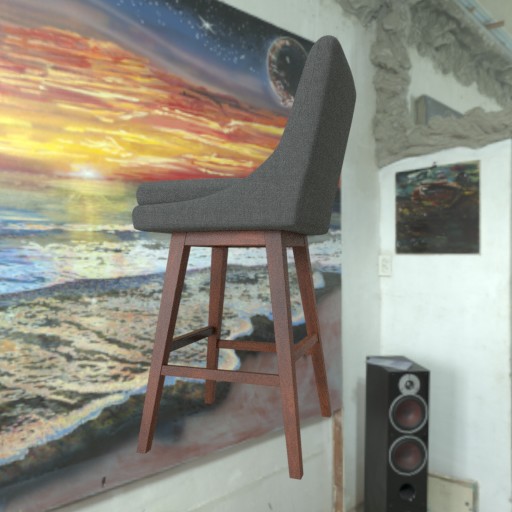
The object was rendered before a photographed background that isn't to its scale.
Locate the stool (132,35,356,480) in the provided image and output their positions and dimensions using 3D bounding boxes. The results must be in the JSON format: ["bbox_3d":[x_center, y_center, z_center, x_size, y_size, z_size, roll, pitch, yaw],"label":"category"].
[{"bbox_3d":[0.000,0.000,1.224,0.524,0.977,0.447,0,0,19],"label":"stool"}]
